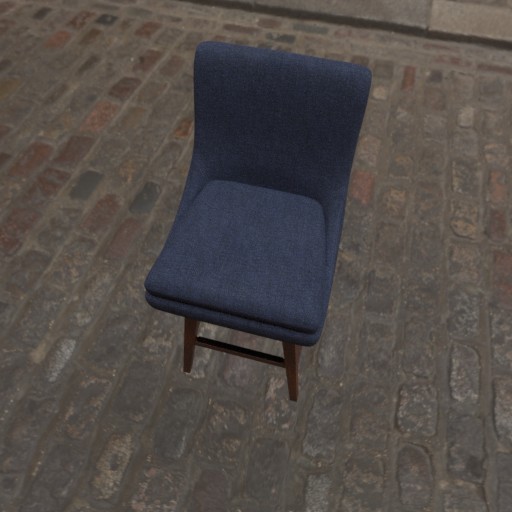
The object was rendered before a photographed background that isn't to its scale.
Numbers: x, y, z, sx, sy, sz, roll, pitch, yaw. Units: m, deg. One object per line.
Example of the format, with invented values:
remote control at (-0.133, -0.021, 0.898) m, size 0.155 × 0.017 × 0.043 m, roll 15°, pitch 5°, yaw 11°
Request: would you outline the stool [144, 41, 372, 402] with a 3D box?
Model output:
stool at (0.000, 0.000, 1.397) m, size 0.489 × 1.068 × 0.572 m, roll 13°, pitch 59°, yaw 8°
